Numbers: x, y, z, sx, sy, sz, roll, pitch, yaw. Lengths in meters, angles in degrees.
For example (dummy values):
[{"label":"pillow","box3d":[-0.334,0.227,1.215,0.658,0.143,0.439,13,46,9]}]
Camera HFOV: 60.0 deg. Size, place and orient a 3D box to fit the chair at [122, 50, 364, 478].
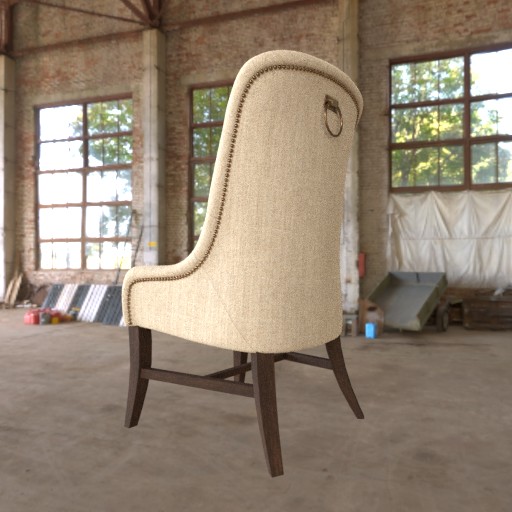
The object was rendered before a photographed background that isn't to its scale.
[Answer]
[{"label":"chair","box3d":[0.000,0.000,1.457,0.629,1.091,0.634,0,0,37]}]
